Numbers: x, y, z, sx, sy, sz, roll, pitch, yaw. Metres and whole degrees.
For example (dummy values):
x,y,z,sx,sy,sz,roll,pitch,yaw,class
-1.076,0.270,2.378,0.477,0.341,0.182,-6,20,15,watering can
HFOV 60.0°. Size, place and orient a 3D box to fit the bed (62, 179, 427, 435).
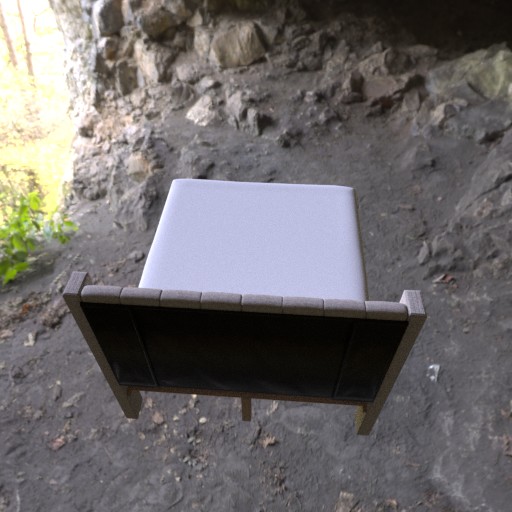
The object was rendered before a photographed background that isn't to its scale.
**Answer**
x,y,z,sx,sy,sz,roll,pitch,yaw,class
0.000,0.000,3.880,2.044,1.748,2.372,3,47,3,bed
